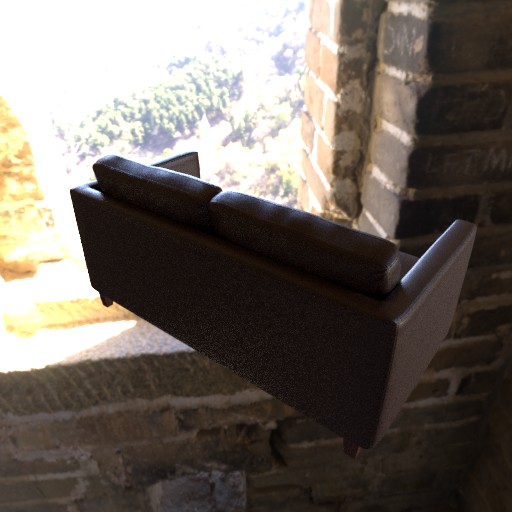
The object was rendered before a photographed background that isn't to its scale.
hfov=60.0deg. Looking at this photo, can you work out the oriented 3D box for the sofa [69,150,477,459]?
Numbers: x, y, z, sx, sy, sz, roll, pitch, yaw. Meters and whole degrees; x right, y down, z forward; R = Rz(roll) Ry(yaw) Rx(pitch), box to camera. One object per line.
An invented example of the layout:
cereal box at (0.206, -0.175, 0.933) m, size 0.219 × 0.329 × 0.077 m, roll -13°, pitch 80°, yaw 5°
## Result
sofa at (0.000, 0.000, 2.347) m, size 1.883 × 0.933 × 0.951 m, roll 22°, pitch 37°, yaw 32°
